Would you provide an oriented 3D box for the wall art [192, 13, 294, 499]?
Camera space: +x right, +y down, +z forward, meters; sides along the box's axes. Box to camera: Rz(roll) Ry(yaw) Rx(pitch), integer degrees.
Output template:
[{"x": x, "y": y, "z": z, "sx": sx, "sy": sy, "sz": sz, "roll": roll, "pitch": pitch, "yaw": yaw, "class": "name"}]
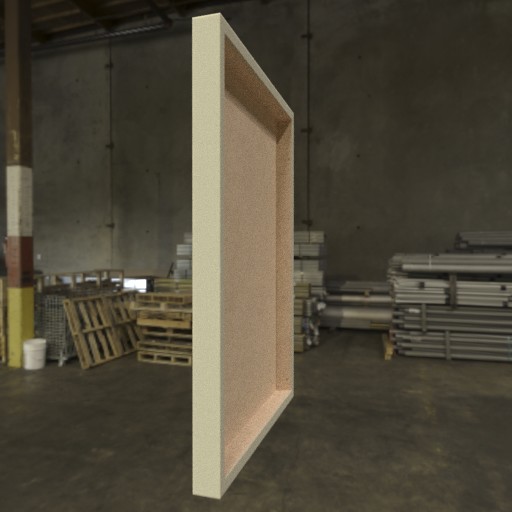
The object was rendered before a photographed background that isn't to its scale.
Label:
[{"x": 0.000, "y": 0.000, "z": 0.759, "sx": 0.038, "sy": 0.608, "sz": 0.418, "roll": 0, "pitch": 0, "yaw": 17, "class": "wall art"}]
